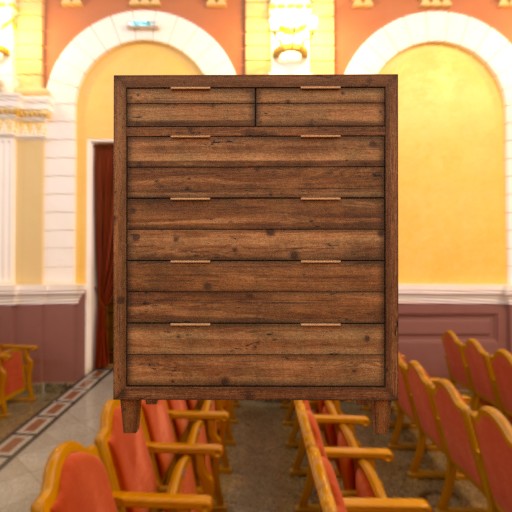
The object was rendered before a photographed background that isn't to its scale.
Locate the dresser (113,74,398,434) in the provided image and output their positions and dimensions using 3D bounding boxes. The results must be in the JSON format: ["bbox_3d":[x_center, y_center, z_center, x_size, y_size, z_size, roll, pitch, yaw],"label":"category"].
[{"bbox_3d":[0.000,0.000,1.871,1.067,1.359,0.438,0,0,1],"label":"dresser"}]
